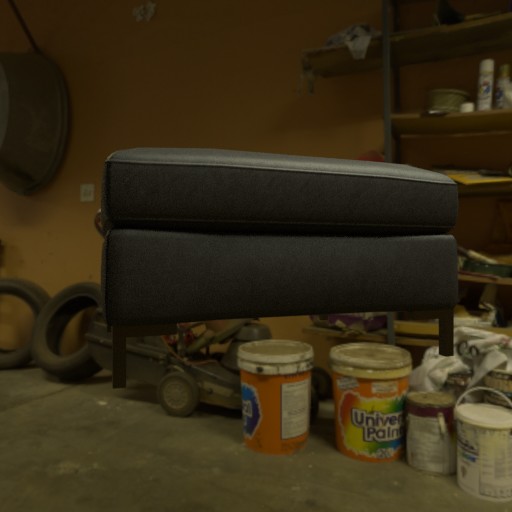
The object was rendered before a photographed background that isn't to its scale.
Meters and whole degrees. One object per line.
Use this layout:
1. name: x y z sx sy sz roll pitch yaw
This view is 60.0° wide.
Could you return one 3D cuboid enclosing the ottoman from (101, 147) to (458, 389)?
1. ottoman: 0.000 0.000 1.797 1.187 0.696 0.967 0 0 -20
